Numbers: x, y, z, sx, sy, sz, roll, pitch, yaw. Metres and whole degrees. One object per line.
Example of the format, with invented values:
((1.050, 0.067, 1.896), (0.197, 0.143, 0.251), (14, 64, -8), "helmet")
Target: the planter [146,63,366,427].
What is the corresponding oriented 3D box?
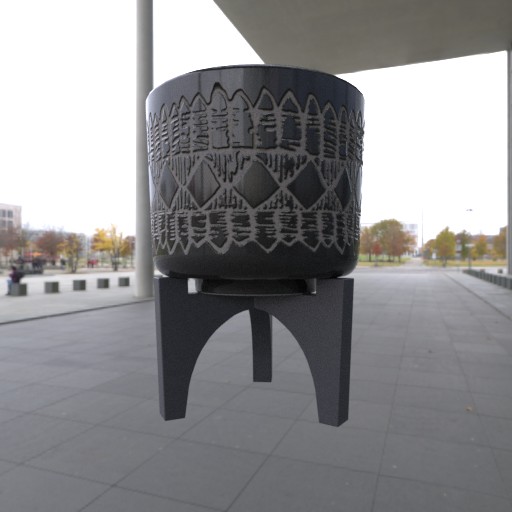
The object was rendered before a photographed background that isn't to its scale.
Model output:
((0.000, 0.000, 0.267), (0.129, 0.177, 0.129), (0, 0, 0), "planter")
